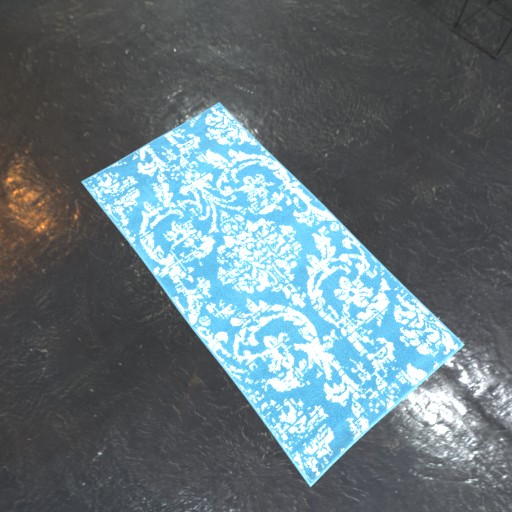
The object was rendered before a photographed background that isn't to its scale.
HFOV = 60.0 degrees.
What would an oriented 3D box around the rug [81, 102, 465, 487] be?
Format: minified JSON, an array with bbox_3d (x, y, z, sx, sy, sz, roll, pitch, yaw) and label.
[{"bbox_3d":[0.000,0.000,1.432,0.604,0.007,1.219,-35,69,-16],"label":"rug"}]
